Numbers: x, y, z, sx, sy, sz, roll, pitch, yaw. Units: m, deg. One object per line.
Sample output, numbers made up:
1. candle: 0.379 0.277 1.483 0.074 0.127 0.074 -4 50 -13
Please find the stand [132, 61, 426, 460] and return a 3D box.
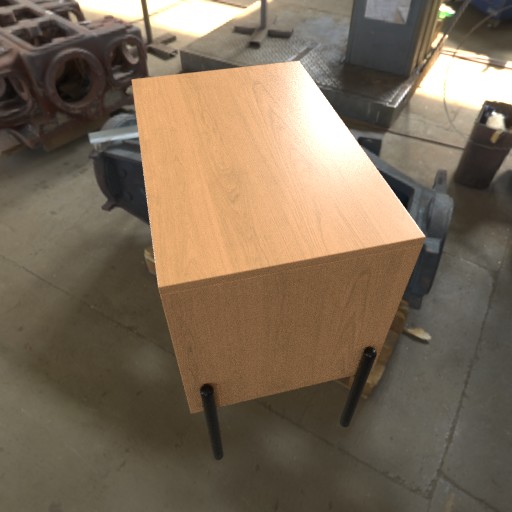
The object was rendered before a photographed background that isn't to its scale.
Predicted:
1. stand: 0.000 0.000 1.005 0.400 0.600 0.630 -10 48 -9
